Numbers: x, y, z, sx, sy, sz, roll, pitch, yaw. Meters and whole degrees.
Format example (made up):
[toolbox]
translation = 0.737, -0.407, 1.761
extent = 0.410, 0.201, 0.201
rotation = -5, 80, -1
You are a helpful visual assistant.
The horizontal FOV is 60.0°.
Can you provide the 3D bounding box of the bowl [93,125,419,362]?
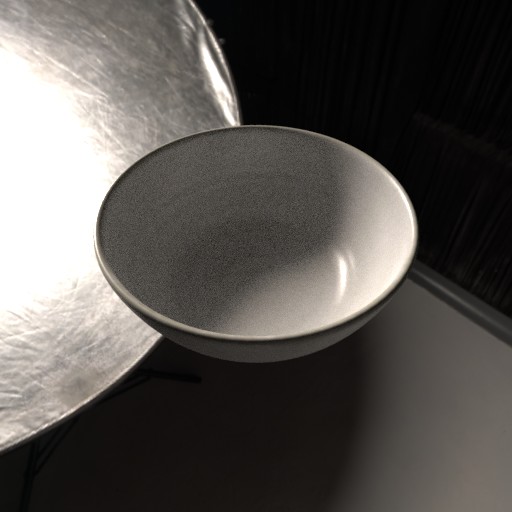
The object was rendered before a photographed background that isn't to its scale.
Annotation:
[bowl]
translation = 0.000, 0.000, 0.417
extent = 0.268, 0.121, 0.268
rotation = 0, 46, 0
